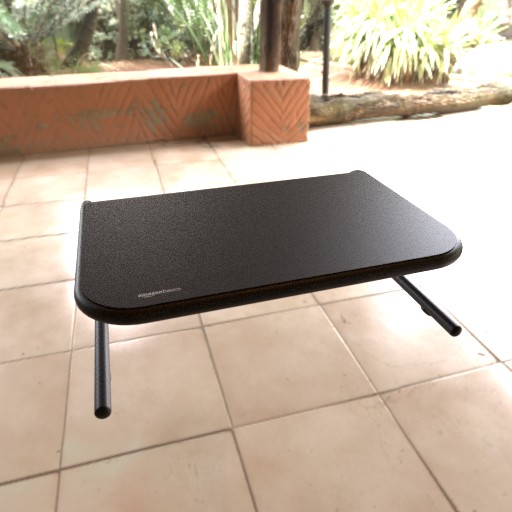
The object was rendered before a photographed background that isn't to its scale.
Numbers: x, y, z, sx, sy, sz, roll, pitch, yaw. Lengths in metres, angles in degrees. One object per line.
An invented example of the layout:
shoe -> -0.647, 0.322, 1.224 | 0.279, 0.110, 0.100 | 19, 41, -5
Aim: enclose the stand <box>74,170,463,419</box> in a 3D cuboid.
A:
stand -> 0.000, 0.000, 0.509 | 0.370, 0.108, 0.280 | -9, 32, -15
